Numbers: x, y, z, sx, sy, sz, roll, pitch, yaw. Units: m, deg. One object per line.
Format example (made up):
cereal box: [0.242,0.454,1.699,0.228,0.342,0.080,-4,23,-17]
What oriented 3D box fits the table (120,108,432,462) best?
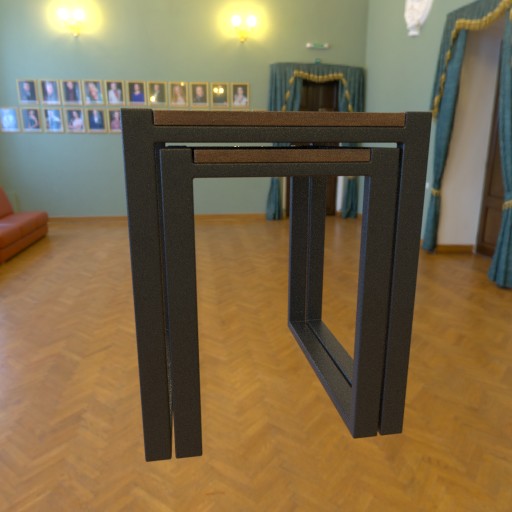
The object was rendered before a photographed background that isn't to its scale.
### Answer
table: [0.000,0.000,0.927,0.449,0.550,0.500,-2,15,-9]
